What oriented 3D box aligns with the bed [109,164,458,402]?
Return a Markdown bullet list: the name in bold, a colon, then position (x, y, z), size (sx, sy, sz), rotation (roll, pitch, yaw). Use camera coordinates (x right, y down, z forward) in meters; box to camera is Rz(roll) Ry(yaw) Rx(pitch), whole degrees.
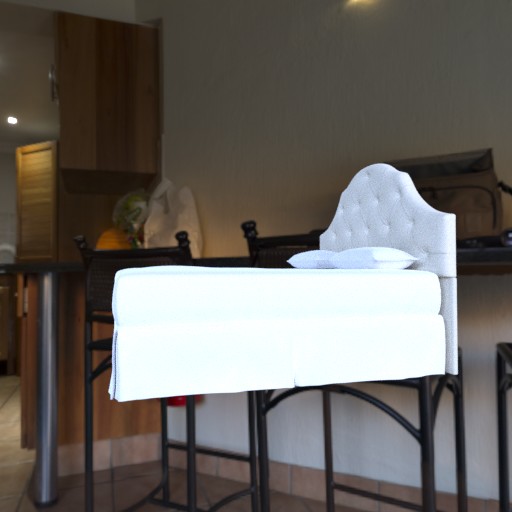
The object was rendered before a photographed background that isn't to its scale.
- **bed**: position (0.000, 0.000, 3.578), size (2.214, 1.615, 2.008), rotation (0, -2, -17)
